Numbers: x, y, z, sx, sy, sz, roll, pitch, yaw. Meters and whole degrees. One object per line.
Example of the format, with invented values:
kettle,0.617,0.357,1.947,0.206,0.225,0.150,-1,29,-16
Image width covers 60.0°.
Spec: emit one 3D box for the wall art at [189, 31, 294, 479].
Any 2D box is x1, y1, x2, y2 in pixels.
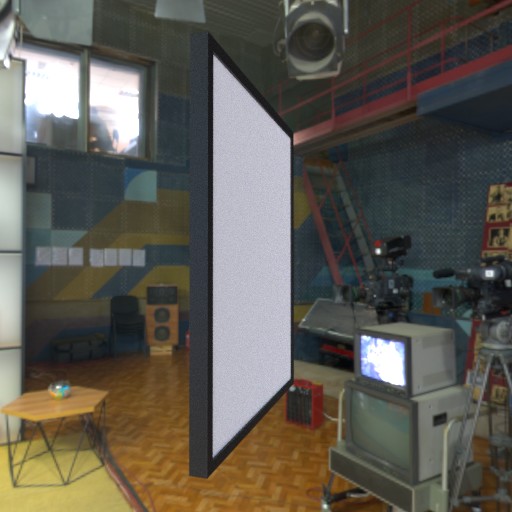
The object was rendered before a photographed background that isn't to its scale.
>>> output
wall art,0.000,0.000,0.549,0.018,0.397,0.325,0,-1,18
